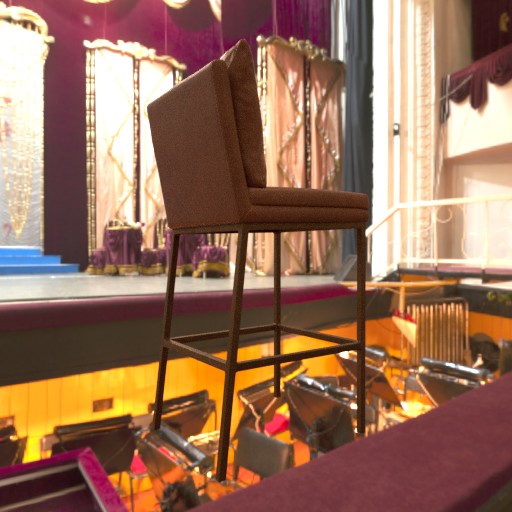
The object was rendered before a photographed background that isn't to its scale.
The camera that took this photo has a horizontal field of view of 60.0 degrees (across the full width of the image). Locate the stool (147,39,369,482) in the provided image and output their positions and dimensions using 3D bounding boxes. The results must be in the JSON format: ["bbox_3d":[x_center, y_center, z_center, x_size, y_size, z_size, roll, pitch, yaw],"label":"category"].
[{"bbox_3d":[0.000,0.000,1.428,0.571,1.124,0.463,0,1,-36],"label":"stool"}]
